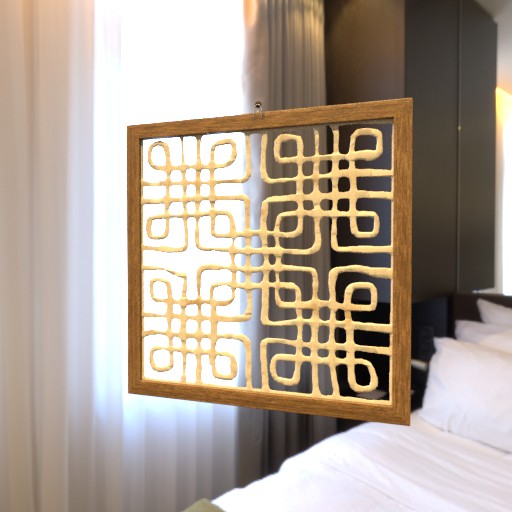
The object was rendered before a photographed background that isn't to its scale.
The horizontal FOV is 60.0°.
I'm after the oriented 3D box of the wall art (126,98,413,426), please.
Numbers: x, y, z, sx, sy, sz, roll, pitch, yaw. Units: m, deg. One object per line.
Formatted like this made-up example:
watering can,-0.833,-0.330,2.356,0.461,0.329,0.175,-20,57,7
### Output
wall art,0.000,0.000,0.847,0.561,0.582,0.021,0,1,18
